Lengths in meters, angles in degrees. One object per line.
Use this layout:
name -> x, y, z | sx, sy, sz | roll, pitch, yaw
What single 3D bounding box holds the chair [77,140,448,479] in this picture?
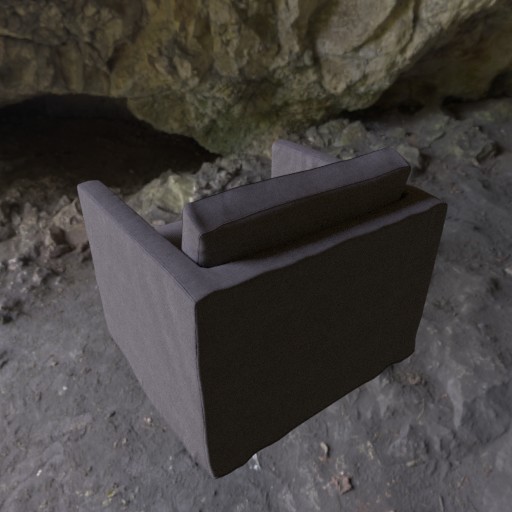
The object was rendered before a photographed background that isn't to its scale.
chair -> 0.000, 0.000, 1.748 | 1.057, 0.863, 0.949 | -20, 36, -30
